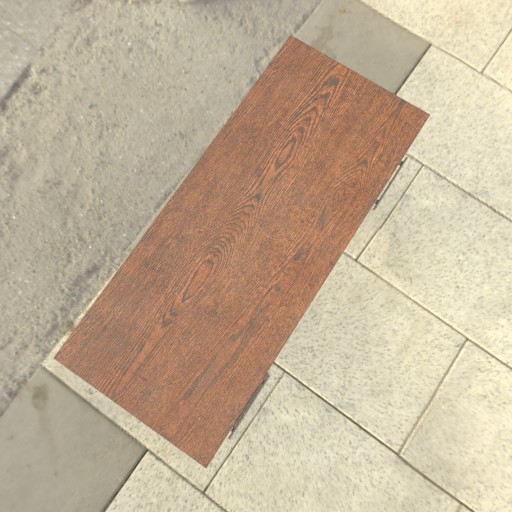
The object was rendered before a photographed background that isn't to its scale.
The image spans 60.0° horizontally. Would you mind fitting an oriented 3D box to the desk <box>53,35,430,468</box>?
[{"bbox_3d":[0.000,0.000,1.859,0.610,0.792,1.384,33,80,7],"label":"desk"}]
